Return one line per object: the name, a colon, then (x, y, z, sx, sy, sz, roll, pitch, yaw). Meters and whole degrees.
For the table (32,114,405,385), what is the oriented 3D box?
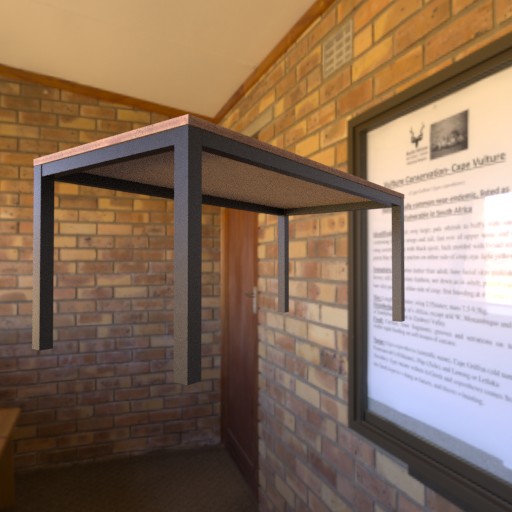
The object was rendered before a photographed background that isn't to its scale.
table: (0.000, 0.000, 2.238, 0.893, 0.767, 1.805, -1, -1, 37)
